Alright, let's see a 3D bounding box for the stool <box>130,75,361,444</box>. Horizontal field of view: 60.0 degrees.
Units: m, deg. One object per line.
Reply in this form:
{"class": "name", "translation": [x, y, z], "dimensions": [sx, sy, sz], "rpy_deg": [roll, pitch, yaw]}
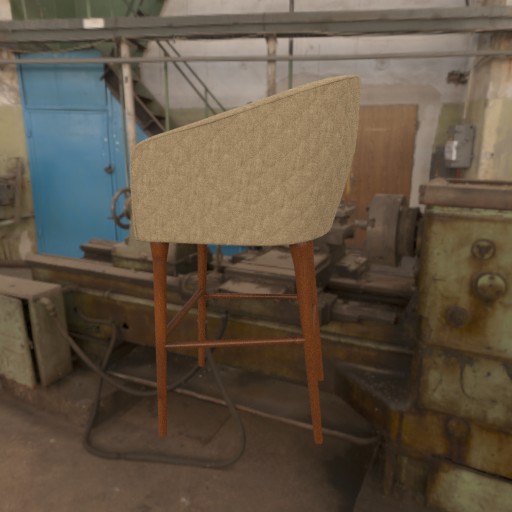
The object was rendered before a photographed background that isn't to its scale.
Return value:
{"class": "stool", "translation": [0.000, 0.000, 1.447], "dimensions": [0.607, 1.078, 0.559], "rpy_deg": [2, 15, 9]}
